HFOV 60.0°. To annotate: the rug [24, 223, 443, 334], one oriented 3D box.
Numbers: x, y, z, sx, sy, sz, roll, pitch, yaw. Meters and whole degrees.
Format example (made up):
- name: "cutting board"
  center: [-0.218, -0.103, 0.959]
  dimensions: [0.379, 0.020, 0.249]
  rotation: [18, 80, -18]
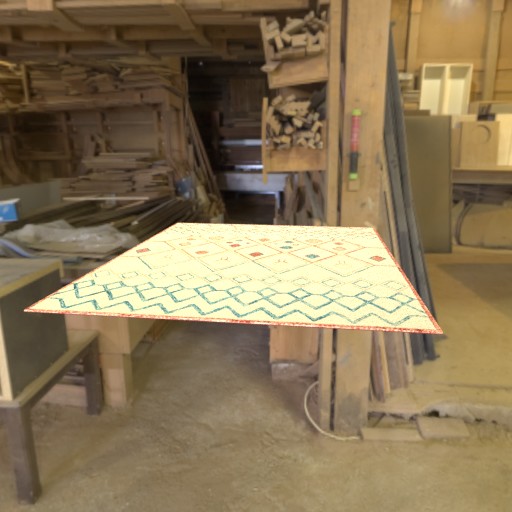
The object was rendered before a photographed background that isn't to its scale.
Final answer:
- name: "rug"
  center: [0.000, 0.000, 3.995]
  dimensions: [2.441, 0.016, 3.050]
  rotation: [2, 14, 8]
